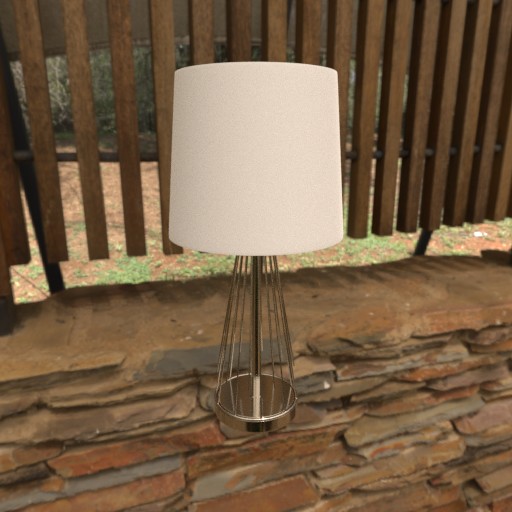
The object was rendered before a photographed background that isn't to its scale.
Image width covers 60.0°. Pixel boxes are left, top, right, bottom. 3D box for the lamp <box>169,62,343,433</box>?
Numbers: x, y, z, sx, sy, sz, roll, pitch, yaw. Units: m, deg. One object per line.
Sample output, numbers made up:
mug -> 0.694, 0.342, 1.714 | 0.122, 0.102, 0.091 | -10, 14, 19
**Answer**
lamp -> 0.000, 0.000, 0.794 | 0.303, 0.618, 0.303 | 0, 15, 0
